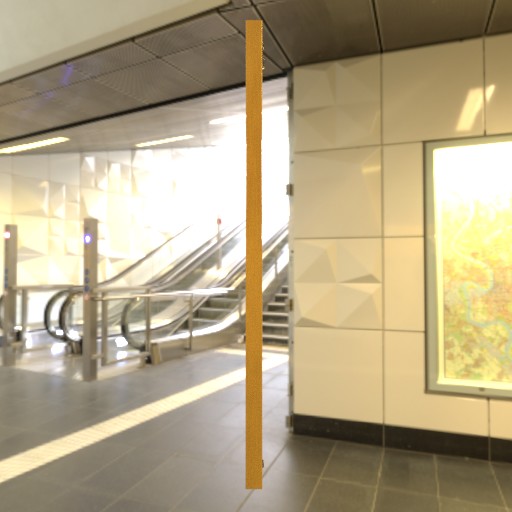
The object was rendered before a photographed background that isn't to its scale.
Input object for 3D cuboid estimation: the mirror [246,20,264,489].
[{"bbox_3d":[0.000,0.000,1.340,0.040,1.016,0.762,0,-2,0],"label":"mirror"}]
